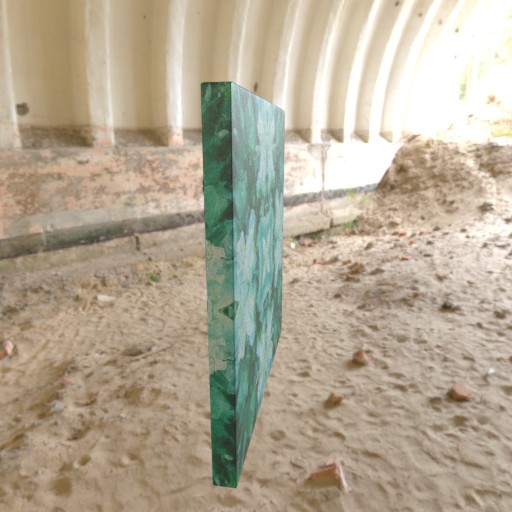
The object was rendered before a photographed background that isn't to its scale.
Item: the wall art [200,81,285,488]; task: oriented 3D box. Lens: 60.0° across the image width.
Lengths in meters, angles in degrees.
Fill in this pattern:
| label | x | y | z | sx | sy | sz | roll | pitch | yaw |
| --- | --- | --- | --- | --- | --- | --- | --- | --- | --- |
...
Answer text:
| label | x | y | z | sx | sy | sz | roll | pitch | yaw |
| --- | --- | --- | --- | --- | --- | --- | --- | --- | --- |
| wall art | 0.000 | 0.000 | 0.766 | 0.038 | 0.508 | 0.507 | 3 | 15 | 10 |
